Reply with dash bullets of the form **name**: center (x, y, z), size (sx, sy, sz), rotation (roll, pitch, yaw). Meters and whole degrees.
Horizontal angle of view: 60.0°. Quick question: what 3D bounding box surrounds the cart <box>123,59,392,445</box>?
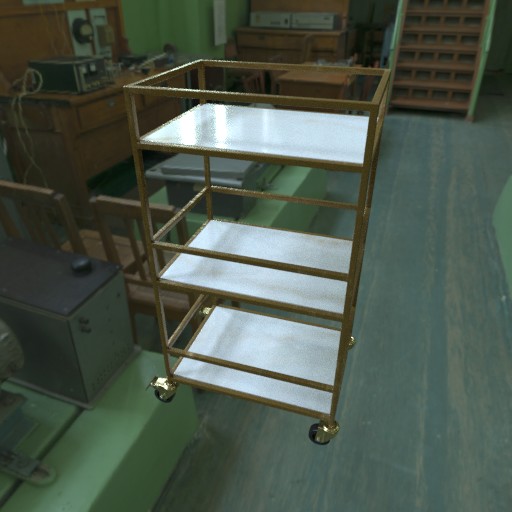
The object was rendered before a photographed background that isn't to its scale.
- **cart**: center (0.000, 0.000, 0.997), size (0.483, 0.761, 0.332), rotation (10, 33, 15)
